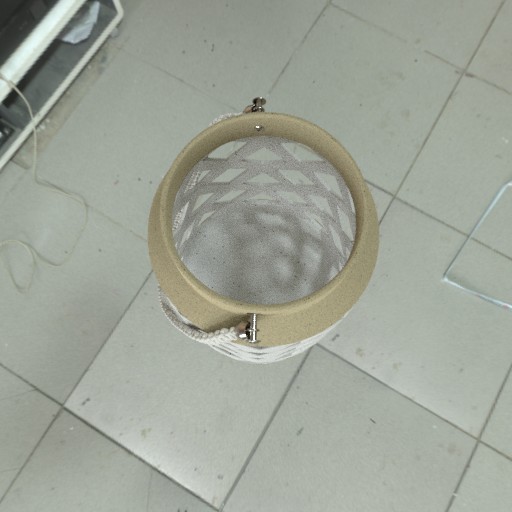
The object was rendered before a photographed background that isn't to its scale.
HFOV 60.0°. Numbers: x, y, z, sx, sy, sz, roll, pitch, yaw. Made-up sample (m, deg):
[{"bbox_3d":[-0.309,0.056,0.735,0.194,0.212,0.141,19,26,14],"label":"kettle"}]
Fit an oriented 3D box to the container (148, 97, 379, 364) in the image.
[{"bbox_3d":[0.000,0.000,0.339,0.172,0.229,0.163,1,77,0],"label":"container"}]
